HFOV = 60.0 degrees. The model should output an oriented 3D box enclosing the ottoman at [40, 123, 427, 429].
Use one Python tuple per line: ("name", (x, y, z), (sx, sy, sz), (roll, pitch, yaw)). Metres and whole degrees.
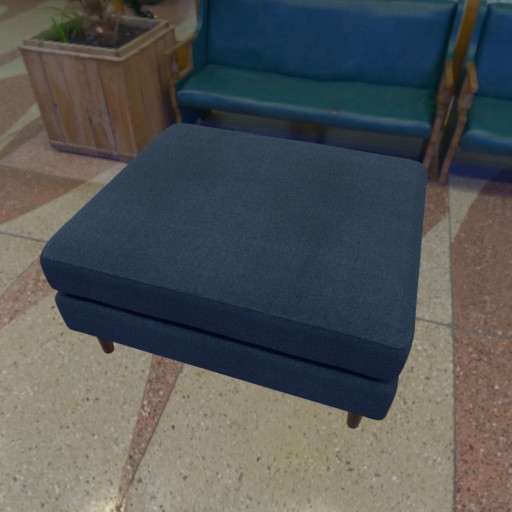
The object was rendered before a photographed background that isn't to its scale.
("ottoman", (0.000, 0.000, 1.237), (0.821, 0.474, 0.693), (13, 44, 14))
